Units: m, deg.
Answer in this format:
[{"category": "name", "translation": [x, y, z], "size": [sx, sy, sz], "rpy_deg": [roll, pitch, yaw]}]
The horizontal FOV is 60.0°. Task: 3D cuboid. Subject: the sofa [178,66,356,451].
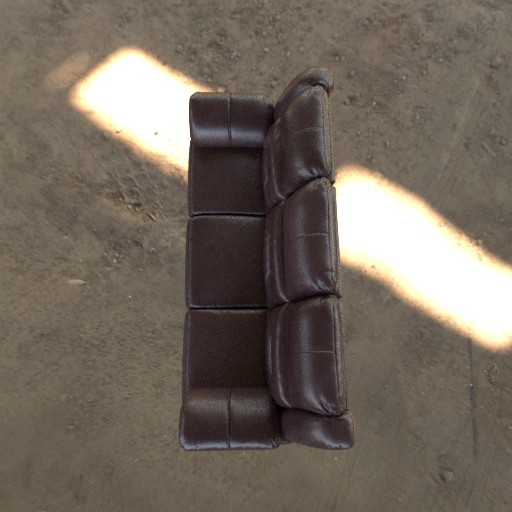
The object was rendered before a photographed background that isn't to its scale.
[{"category": "sofa", "translation": [0.000, 0.000, 2.894], "size": [0.991, 1.043, 2.337], "rpy_deg": [-1, 76, 0]}]
